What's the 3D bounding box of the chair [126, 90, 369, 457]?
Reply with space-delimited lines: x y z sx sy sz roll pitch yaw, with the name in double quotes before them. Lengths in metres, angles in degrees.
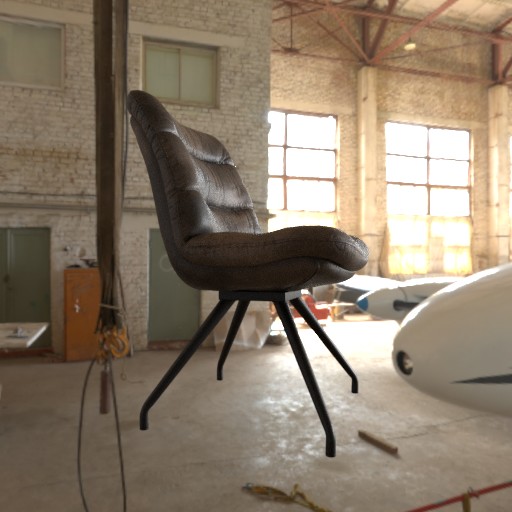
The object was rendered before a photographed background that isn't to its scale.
"chair" 0.000 0.000 1.272 0.622 0.870 0.549 0 0 19
